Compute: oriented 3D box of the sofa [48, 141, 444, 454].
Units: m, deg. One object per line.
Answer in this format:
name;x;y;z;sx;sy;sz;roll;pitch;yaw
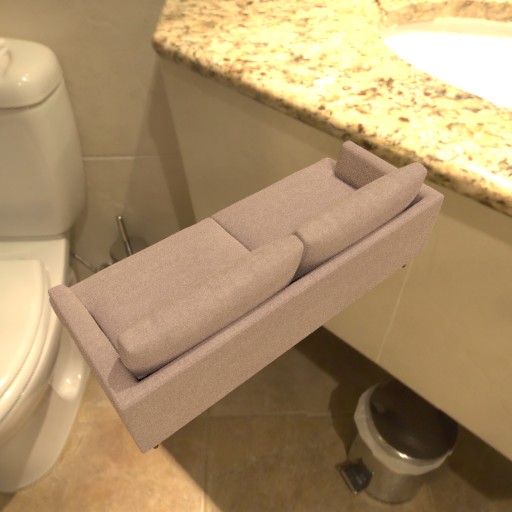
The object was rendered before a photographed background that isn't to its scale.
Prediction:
sofa;0.000;0.000;2.722;2.250;0.868;1.020;-30;54;-25
